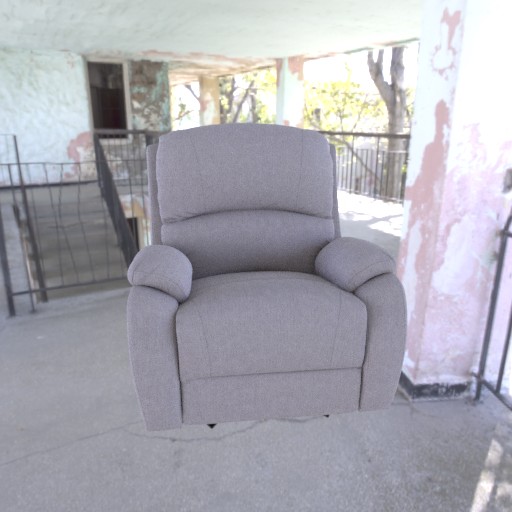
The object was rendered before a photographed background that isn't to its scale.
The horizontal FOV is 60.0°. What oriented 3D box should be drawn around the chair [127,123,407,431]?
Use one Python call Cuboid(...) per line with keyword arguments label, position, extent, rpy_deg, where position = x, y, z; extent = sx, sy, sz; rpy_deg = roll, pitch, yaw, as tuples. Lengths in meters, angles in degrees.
Cuboid(label="chair", position=(0.000, 0.000, 1.766), extent=(0.930, 1.011, 0.899), rpy_deg=(-2, 17, -8))
